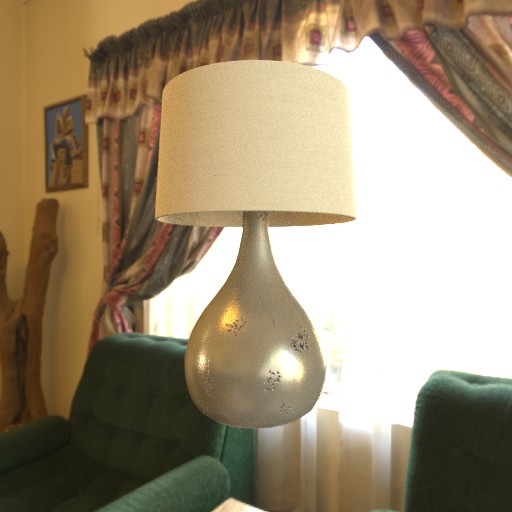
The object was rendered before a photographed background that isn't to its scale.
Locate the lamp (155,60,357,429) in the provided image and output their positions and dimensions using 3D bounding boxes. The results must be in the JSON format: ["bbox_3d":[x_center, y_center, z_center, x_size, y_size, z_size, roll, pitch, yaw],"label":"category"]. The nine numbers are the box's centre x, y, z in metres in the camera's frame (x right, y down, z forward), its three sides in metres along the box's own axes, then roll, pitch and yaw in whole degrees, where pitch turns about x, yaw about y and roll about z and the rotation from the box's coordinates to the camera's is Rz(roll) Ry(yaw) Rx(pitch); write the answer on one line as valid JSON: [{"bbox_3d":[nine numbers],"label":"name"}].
[{"bbox_3d":[0.000,0.000,0.742,0.330,0.521,0.330,0,0,0],"label":"lamp"}]
